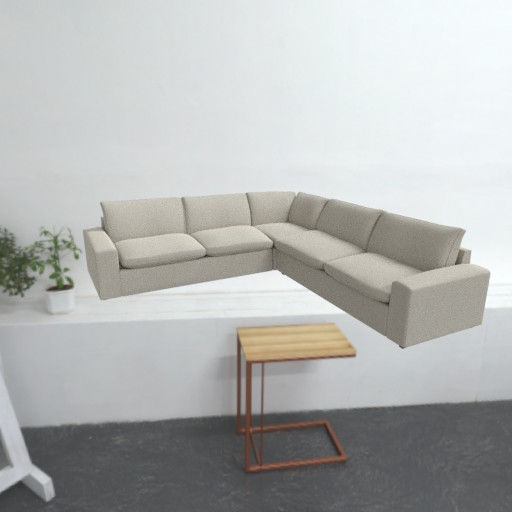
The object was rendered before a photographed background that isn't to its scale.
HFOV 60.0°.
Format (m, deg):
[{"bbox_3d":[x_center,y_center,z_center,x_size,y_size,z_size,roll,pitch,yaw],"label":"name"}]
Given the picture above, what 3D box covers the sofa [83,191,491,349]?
[{"bbox_3d":[0.000,0.000,4.667,3.066,0.918,3.206,-9,20,-25],"label":"sofa"}]
